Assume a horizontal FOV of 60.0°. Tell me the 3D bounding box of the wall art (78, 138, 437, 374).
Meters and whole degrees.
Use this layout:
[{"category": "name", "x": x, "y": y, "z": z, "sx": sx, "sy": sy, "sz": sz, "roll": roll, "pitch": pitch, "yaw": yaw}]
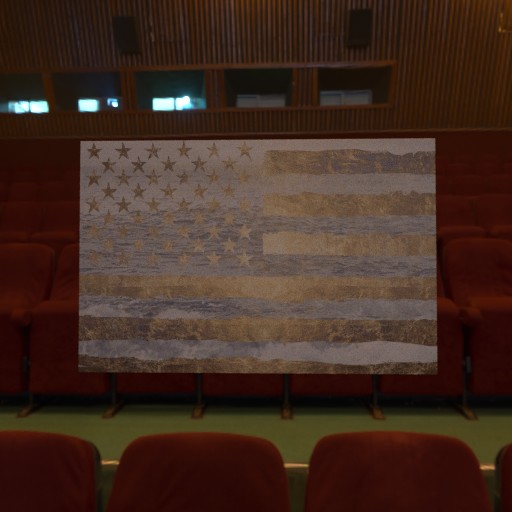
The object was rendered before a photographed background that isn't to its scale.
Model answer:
[{"category": "wall art", "x": 0.000, "y": 0.000, "z": 1.171, "sx": 0.932, "sy": 0.610, "sz": 0.027, "roll": 0, "pitch": -1, "yaw": 2}]
